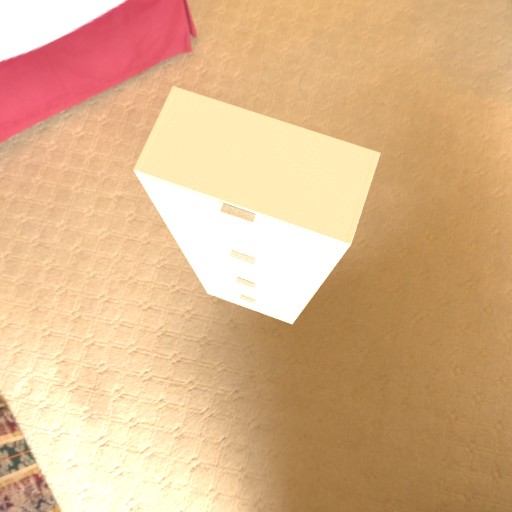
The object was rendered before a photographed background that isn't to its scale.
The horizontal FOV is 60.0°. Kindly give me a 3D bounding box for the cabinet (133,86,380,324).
[{"bbox_3d":[0.000,0.000,1.804,0.520,1.630,0.255,19,76,5],"label":"cabinet"}]
